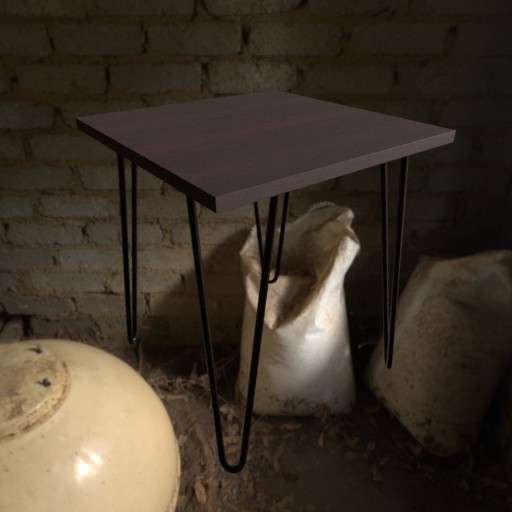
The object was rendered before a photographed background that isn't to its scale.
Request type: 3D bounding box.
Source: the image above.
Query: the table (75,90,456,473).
[{"bbox_3d":[0.000,0.000,0.950,0.495,0.559,0.495,-21,36,-32],"label":"table"}]
